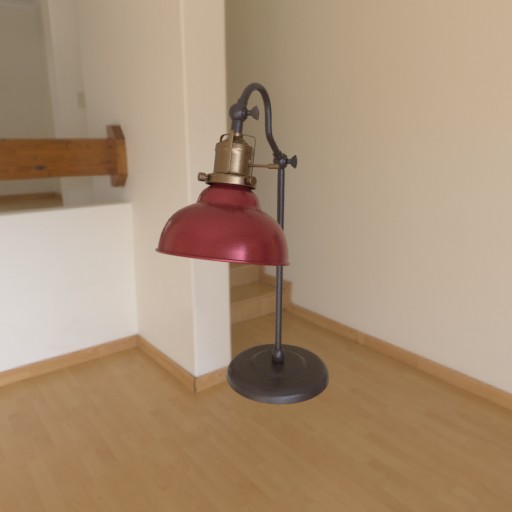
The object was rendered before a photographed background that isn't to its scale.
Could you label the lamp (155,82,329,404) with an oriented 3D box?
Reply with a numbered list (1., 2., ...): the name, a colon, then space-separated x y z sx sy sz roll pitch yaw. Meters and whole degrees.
1. lamp: 0.000 0.000 0.692 0.192 0.508 0.374 7 17 26
